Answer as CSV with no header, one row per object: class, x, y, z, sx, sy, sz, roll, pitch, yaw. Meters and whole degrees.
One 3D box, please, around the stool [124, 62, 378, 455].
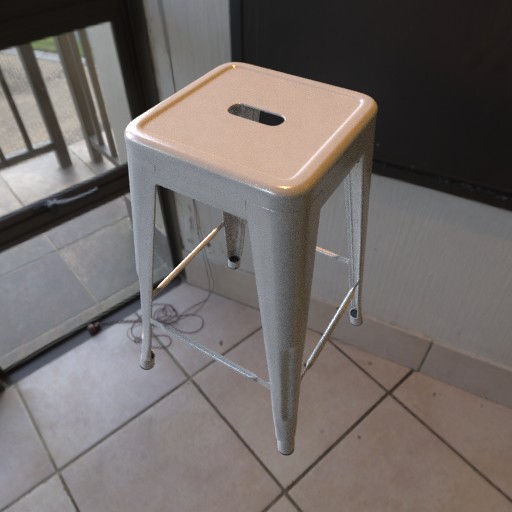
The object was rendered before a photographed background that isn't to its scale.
stool,0.000,0.000,0.872,0.406,0.610,0.406,24,50,21
